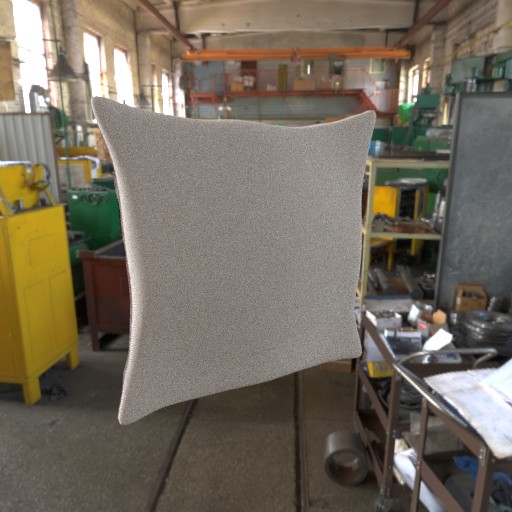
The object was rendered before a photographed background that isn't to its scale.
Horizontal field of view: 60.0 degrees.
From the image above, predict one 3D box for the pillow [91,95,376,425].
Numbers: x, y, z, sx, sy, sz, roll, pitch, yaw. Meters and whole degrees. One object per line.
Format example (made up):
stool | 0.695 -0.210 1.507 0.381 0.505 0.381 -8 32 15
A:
pillow | 0.000 0.000 0.785 0.514 0.513 0.163 -8 16 -28
